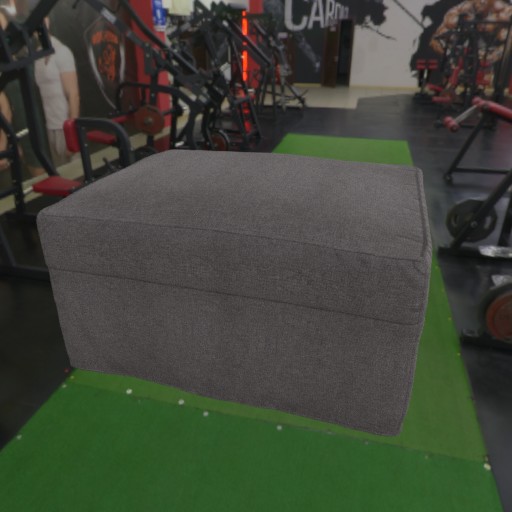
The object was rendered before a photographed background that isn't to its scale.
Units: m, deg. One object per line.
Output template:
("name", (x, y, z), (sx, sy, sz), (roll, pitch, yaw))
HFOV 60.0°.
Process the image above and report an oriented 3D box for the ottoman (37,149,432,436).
("ottoman", (0.000, 0.000, 1.210), (0.833, 0.492, 0.652), (8, 28, 14))
